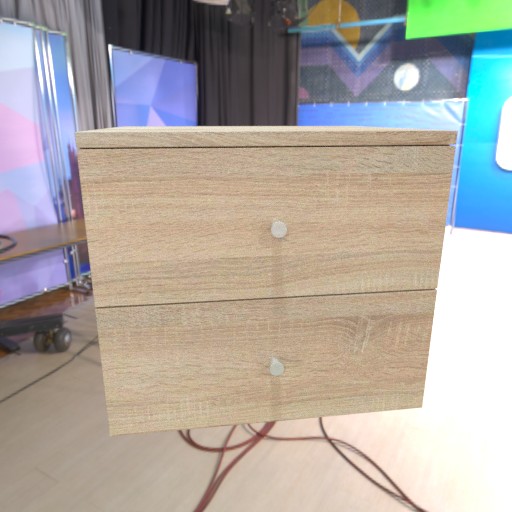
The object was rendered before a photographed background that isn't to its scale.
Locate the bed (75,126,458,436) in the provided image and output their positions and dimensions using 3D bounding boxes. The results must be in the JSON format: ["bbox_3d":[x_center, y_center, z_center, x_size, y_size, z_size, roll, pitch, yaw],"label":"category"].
[{"bbox_3d":[0.000,0.000,0.758,0.460,0.420,0.401,-2,17,-8],"label":"bed"}]
